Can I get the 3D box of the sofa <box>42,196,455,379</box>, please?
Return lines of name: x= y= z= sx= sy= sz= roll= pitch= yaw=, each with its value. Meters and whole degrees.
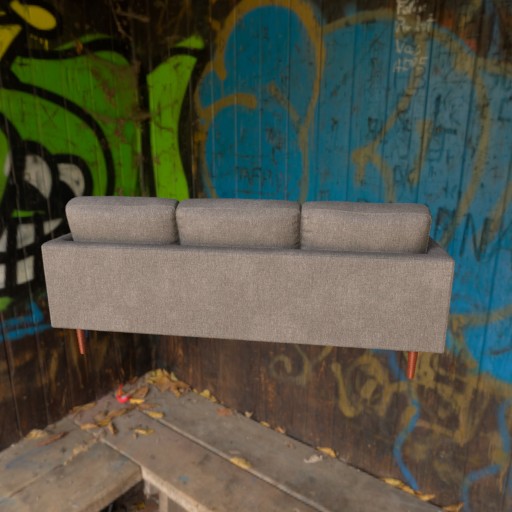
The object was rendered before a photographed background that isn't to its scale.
sofa: x=0.000 y=0.000 z=3.097 sx=2.233 sy=0.956 sz=1.504 roll=2 pitch=15 yaw=8
